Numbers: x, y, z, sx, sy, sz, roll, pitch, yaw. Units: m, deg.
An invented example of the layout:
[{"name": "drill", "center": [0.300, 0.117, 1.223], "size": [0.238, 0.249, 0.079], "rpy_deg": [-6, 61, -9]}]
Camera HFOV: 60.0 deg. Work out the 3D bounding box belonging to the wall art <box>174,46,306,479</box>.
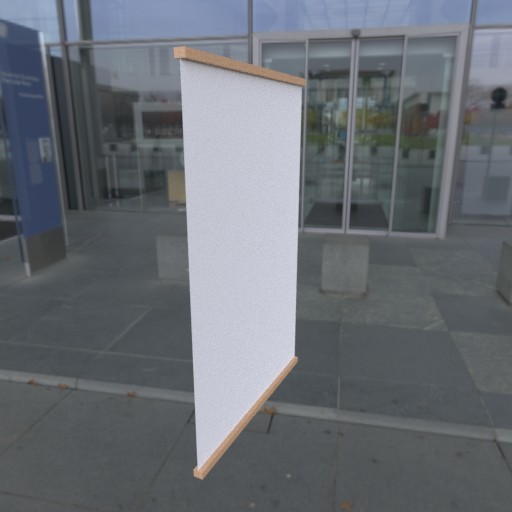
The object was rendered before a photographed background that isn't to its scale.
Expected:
[{"name": "wall art", "center": [0.000, 0.000, 0.774], "size": [0.016, 0.611, 0.401], "rpy_deg": [8, 18, 25]}]
